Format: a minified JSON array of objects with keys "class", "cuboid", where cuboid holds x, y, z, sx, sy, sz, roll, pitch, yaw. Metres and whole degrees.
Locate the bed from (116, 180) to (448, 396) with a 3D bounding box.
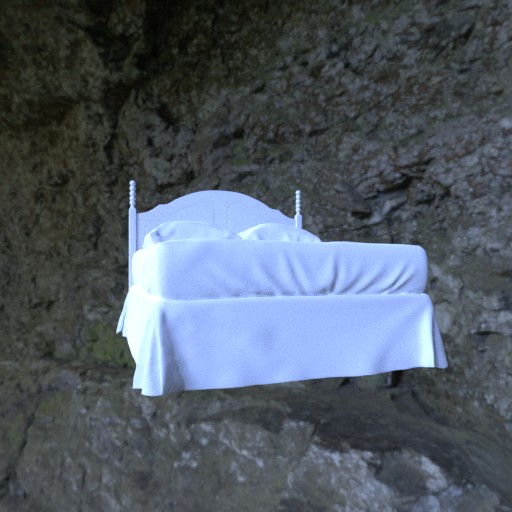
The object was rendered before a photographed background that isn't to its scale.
[{"class":"bed","cuboid":[0.000,0.000,3.227,1.873,1.356,2.040,0,-1,-19]}]
